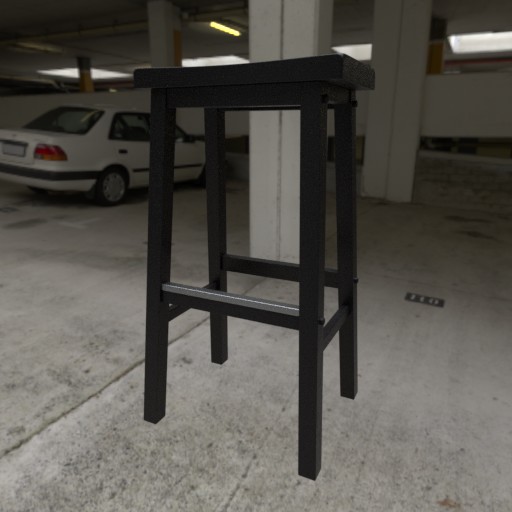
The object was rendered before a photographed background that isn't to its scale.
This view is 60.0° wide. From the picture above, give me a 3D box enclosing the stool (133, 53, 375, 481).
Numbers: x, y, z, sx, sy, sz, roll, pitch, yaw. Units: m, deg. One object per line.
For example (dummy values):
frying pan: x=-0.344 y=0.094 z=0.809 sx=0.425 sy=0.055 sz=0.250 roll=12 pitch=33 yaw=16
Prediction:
stool: x=0.000 y=0.000 z=0.948 sx=0.406 sy=0.742 sz=0.322 roll=8 pitch=18 yaw=25
